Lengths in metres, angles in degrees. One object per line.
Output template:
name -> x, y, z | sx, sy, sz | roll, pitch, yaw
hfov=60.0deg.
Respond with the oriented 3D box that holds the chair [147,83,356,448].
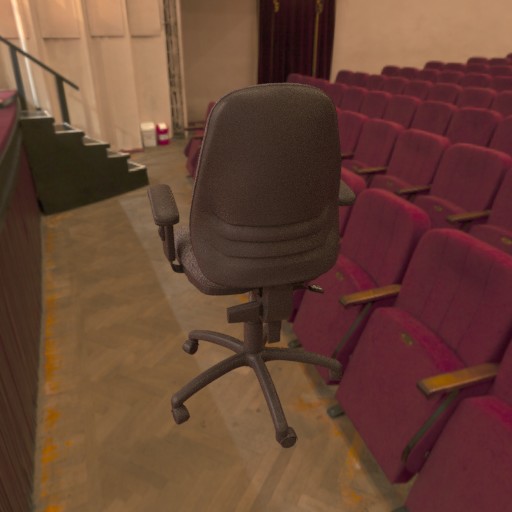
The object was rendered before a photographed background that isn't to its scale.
chair -> 0.000, 0.000, 1.213 | 0.550, 0.910, 0.530 | -8, 27, -15
